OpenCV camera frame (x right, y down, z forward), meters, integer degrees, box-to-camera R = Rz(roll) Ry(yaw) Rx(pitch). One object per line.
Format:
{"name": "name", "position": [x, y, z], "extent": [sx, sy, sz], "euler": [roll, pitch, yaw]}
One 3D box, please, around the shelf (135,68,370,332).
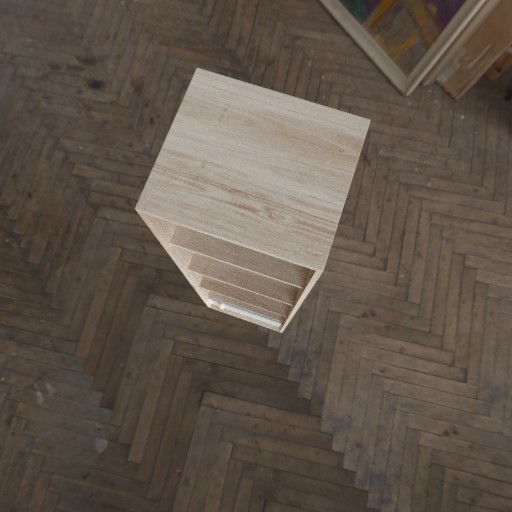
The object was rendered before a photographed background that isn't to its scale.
{"name": "shelf", "position": [0.000, 0.000, 2.129], "extent": [0.510, 1.960, 0.450], "euler": [18, 76, 5]}
